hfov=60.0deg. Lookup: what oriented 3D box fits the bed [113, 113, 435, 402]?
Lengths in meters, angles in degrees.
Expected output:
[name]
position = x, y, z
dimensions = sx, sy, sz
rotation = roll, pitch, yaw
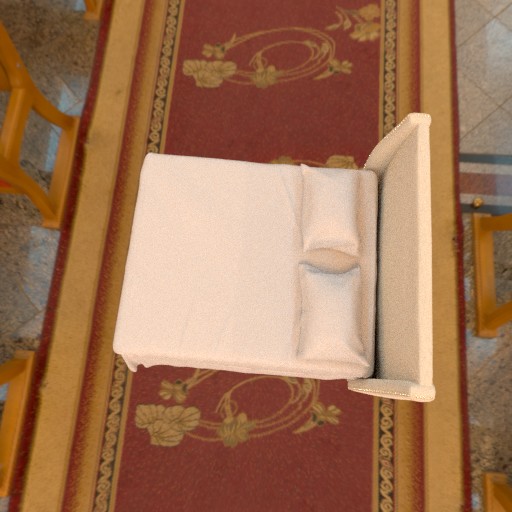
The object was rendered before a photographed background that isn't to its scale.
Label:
[bed]
position = 0.000, 0.000, 3.460
dimensions = 2.276, 1.332, 1.925
rotation = 5, 75, 1
